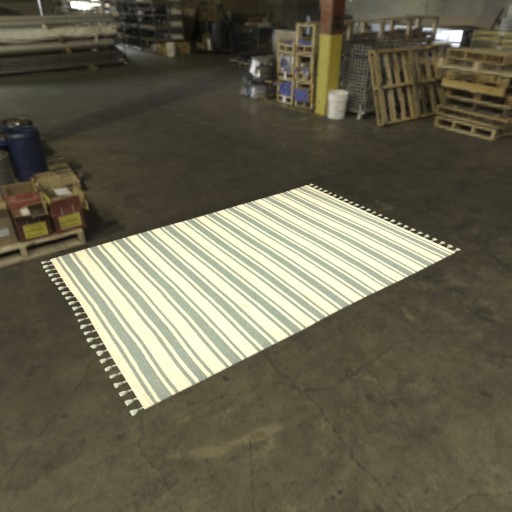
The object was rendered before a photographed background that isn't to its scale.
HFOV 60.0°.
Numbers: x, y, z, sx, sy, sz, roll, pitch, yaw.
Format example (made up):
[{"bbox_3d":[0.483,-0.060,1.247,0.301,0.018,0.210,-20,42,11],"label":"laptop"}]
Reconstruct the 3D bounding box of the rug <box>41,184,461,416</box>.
[{"bbox_3d":[0.000,0.000,3.003,2.410,0.011,1.539,-20,36,-30],"label":"rug"}]
